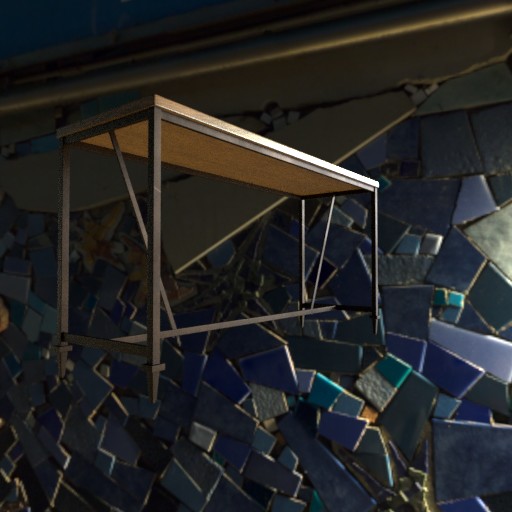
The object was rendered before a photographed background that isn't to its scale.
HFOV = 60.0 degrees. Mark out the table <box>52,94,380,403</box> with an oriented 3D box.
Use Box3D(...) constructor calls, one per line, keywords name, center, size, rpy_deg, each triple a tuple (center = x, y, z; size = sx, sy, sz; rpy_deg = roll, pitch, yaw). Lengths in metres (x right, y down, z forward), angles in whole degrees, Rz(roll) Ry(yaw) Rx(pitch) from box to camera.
Box3D(name="table", center=(0.000, 0.000, 2.115), size=(0.551, 0.902, 1.700), rpy_deg=(-1, -2, 37))
